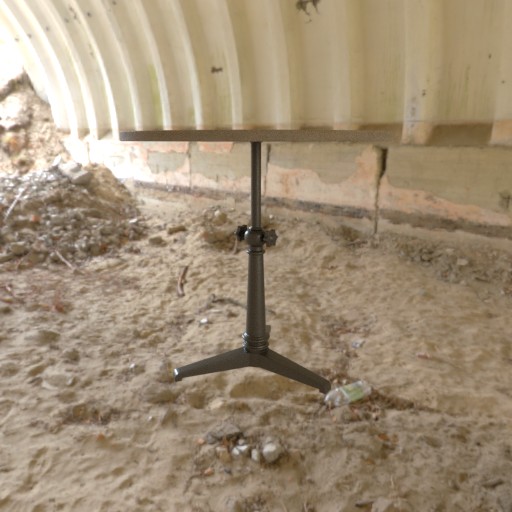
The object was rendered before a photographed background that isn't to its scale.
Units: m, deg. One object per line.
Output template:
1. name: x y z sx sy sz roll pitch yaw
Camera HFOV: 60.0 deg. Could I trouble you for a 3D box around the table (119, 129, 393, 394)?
1. table: 0.000 0.000 1.451 0.800 0.780 0.800 0 15 0
